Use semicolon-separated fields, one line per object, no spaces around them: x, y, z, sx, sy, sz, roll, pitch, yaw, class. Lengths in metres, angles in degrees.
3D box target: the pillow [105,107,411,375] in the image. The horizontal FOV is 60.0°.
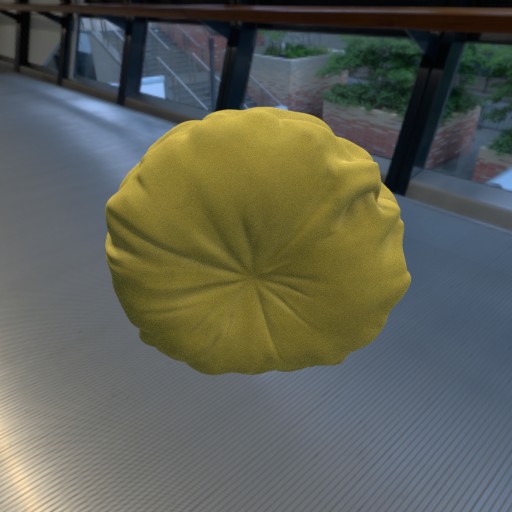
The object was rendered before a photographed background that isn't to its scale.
0.000;0.000;0.635;0.428;0.407;0.148;1;31;2;pillow
